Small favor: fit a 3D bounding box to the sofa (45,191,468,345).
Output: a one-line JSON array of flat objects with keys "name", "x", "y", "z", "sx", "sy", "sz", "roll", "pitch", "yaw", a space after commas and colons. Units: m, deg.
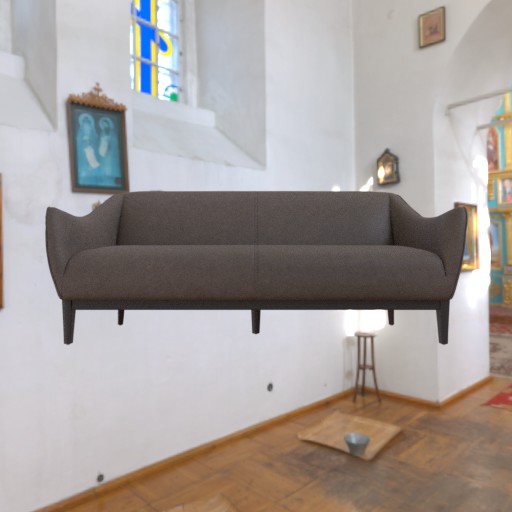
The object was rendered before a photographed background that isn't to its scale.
[{"name": "sofa", "x": 0.000, "y": 0.000, "z": 2.396, "sx": 1.928, "sy": 0.831, "sz": 0.869, "roll": 0, "pitch": -1, "yaw": 0}]
